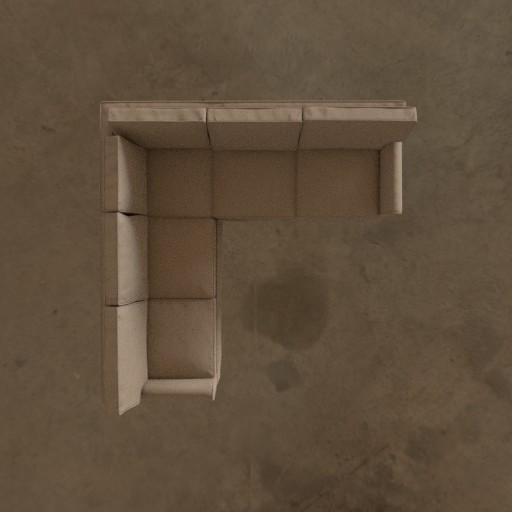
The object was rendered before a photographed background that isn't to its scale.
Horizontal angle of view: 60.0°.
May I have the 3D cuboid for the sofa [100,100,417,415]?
[{"bbox_3d":[0.000,0.000,4.203,2.733,1.124,2.730,0,91,0],"label":"sofa"}]
